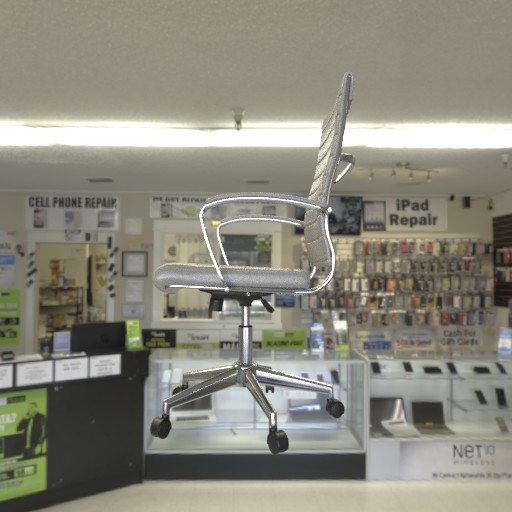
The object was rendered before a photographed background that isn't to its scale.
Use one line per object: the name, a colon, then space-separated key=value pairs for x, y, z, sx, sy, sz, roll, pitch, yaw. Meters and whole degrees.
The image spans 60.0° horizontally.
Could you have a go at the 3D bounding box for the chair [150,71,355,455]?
chair: x=0.000 y=0.000 z=1.595 sx=0.667 sy=1.149 sz=0.679 roll=0 pitch=-2 yaw=0
